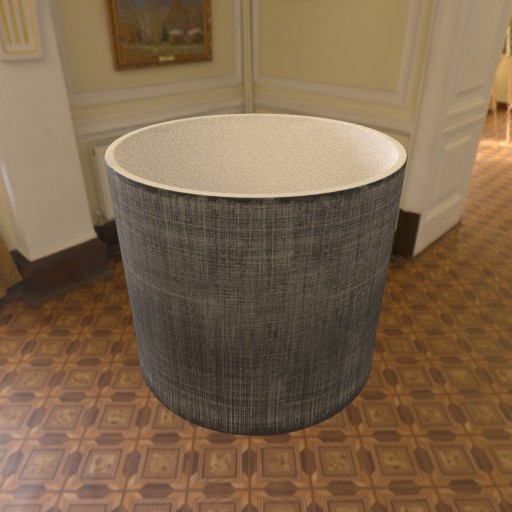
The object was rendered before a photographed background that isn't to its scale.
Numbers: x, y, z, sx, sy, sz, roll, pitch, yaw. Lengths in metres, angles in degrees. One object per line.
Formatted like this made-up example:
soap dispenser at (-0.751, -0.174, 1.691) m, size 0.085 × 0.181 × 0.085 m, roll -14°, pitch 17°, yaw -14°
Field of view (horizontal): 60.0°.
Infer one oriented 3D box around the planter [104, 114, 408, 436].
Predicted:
planter at (0.000, 0.000, 0.309) m, size 0.178 × 0.157 × 0.178 m, roll 0°, pitch 29°, yaw 0°
